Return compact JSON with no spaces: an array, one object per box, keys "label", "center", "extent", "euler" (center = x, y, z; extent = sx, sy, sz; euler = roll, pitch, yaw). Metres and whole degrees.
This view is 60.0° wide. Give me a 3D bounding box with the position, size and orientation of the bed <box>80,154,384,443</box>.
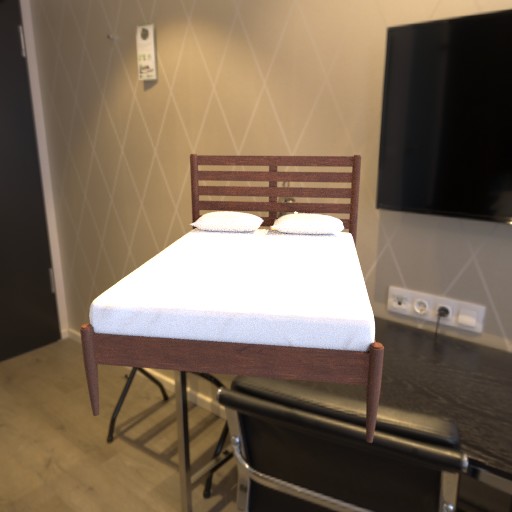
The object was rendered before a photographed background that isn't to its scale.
[{"label":"bed","center":[0.000,0.000,3.091],"extent":[1.509,1.304,2.093],"euler":[2,15,8]}]
